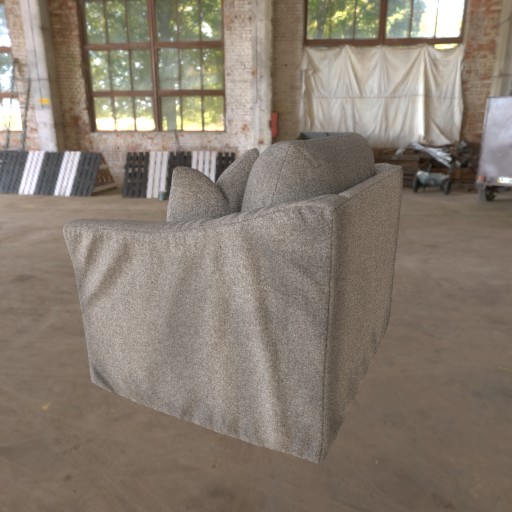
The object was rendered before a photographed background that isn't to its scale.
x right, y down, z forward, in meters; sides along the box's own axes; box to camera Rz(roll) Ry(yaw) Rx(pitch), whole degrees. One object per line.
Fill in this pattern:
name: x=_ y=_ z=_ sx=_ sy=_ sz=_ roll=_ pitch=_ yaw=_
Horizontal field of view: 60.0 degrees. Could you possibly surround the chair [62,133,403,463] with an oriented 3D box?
chair: x=0.000 y=0.000 z=2.002 sx=1.071 sy=1.059 sz=1.194 roll=8 pitch=19 yaw=25
